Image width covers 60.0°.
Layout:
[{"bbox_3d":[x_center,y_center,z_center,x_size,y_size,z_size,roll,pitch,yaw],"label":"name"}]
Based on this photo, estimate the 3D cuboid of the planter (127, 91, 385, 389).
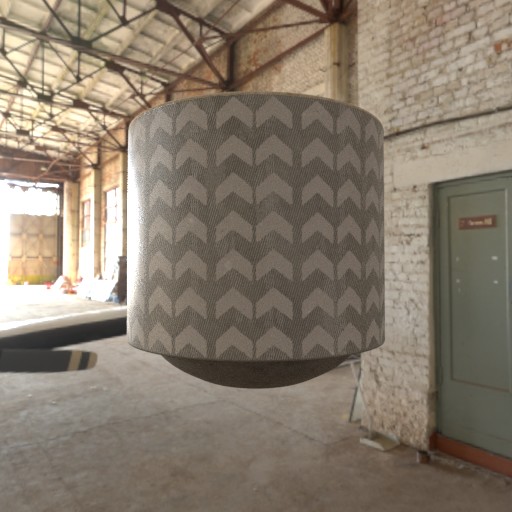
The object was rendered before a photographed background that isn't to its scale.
[{"bbox_3d":[0.000,0.000,0.341,0.190,0.181,0.190,0,-1,0],"label":"planter"}]
